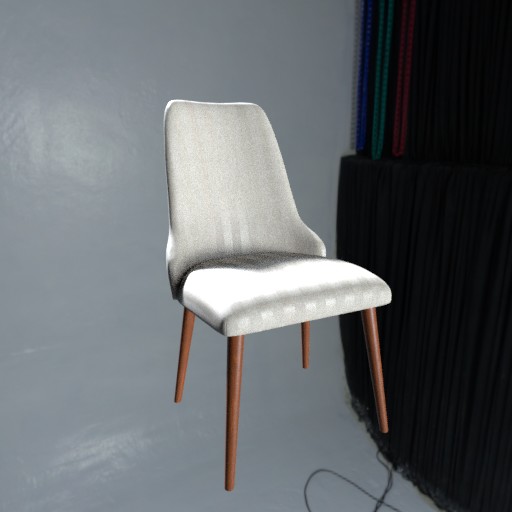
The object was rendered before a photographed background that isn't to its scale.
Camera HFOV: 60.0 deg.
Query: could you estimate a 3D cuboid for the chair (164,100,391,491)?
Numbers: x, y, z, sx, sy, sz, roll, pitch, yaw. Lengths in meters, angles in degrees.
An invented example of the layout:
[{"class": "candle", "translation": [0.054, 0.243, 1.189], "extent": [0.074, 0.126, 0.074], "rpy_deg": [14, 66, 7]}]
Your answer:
[{"class": "chair", "translation": [0.000, 0.000, 1.317], "extent": [0.526, 0.917, 0.684], "rpy_deg": [-7, 16, -26]}]
